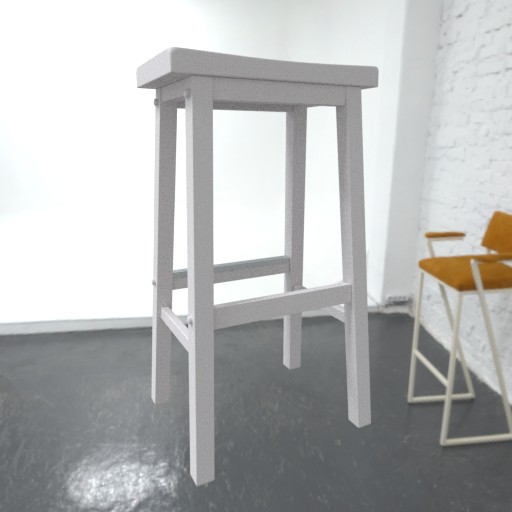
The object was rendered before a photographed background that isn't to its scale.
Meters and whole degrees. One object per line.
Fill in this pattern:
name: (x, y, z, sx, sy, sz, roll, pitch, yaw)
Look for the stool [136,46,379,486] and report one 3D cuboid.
stool: (0.000, 0.000, 0.936, 0.406, 0.742, 0.322, -7, 16, -26)
